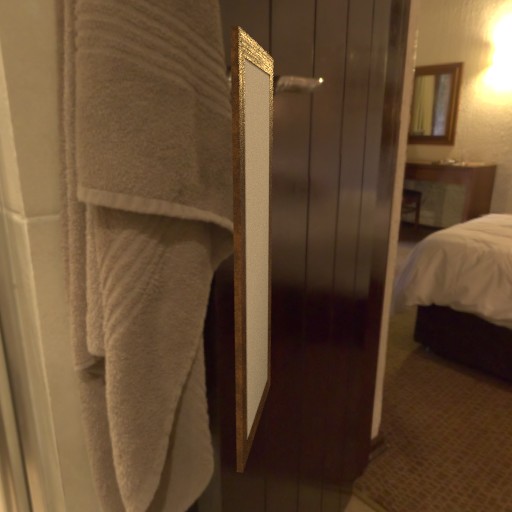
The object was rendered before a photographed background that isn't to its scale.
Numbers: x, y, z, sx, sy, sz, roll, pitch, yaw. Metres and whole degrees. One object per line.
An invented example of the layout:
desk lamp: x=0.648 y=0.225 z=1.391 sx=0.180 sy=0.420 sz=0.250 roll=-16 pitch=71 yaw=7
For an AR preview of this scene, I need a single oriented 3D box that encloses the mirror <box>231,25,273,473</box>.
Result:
mirror: x=0.000 y=0.000 z=2.331 sx=0.032 sy=2.031 sz=0.812 roll=3 pitch=16 yaw=11
